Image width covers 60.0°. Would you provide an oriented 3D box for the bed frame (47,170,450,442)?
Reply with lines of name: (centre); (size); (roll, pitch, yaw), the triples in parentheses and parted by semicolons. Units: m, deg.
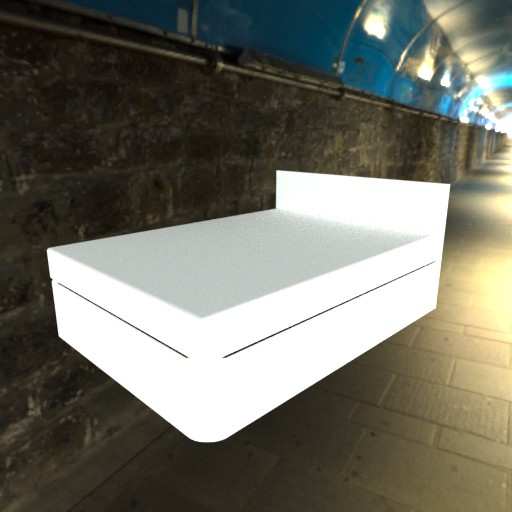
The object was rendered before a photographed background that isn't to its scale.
bed frame: (0.000, 0.000, 2.604); (1.900, 0.800, 1.400); (-15, 22, -43)
